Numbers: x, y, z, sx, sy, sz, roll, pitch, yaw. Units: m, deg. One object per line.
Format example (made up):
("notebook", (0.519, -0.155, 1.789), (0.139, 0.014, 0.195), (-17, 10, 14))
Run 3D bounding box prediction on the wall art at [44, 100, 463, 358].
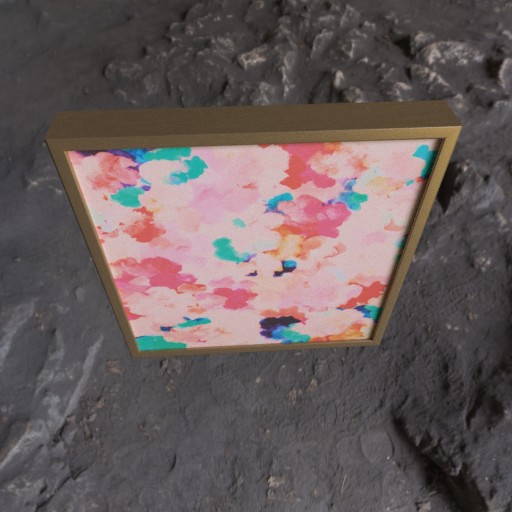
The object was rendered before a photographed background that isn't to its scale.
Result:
("wall art", (0.000, 0.000, 0.446), (0.304, 0.305, 0.038), (-2, 47, -2))
